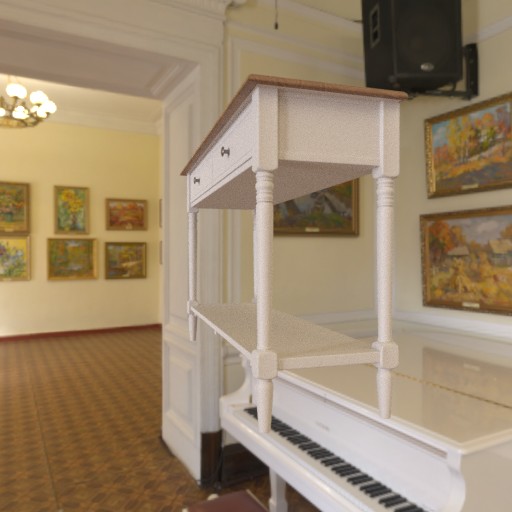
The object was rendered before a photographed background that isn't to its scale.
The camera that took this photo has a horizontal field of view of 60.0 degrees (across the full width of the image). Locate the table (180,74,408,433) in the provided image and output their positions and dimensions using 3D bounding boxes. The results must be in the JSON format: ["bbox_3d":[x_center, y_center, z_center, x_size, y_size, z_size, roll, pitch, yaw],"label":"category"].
[{"bbox_3d":[0.000,0.000,1.592,0.399,0.800,1.219,0,0,-17],"label":"table"}]
